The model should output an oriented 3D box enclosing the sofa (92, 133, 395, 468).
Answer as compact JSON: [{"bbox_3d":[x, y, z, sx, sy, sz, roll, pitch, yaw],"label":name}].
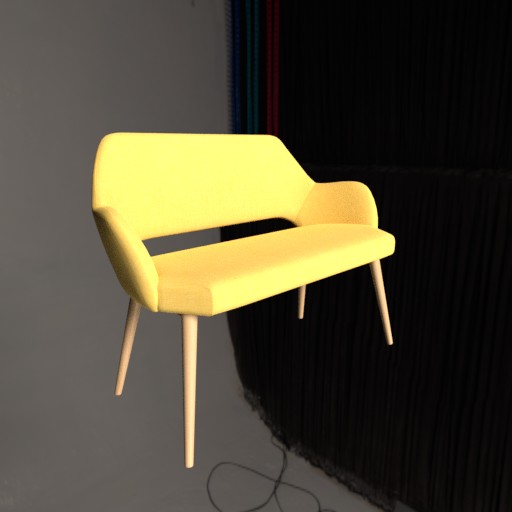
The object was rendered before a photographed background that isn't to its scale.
[{"bbox_3d":[0.000,0.000,1.570,1.150,0.840,0.610,-14,20,-43],"label":"sofa"}]
